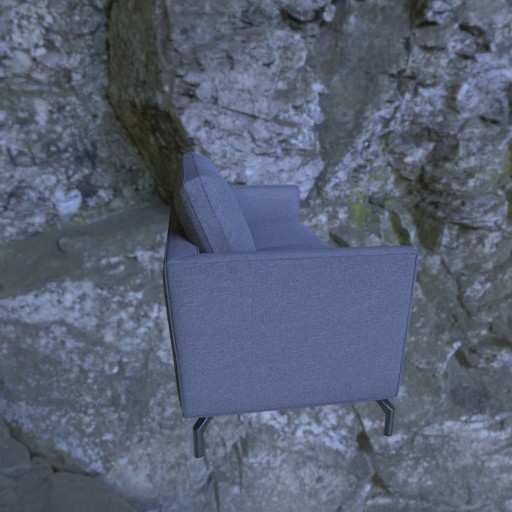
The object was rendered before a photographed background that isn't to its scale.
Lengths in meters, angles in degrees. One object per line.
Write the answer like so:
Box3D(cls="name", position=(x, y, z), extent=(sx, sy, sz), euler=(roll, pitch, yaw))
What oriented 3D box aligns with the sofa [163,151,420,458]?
Box3D(cls="sofa", position=(0.000, 0.000, 2.125), extent=(0.803, 0.924, 1.594), euler=(-3, 17, -9))
